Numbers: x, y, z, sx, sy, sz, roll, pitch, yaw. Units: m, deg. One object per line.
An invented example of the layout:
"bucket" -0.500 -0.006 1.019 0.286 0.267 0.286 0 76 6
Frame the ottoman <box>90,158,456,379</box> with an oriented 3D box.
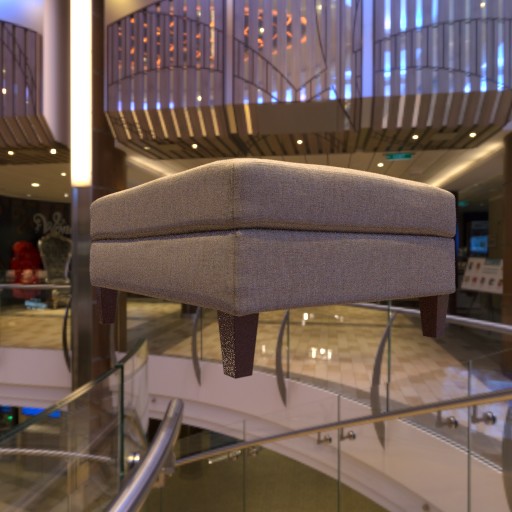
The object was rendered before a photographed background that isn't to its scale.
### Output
"ottoman" 0.000 0.000 1.486 0.836 0.492 0.976 0 0 -36
